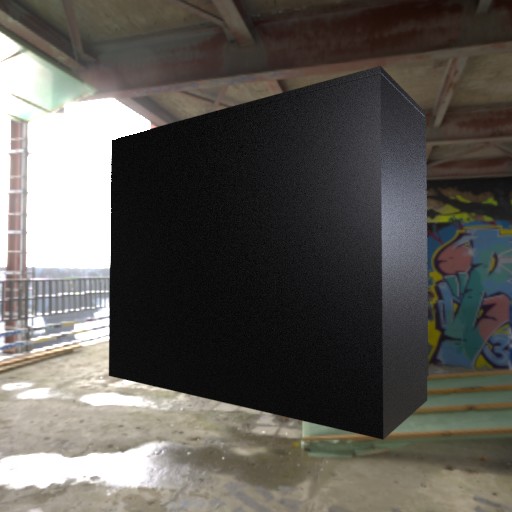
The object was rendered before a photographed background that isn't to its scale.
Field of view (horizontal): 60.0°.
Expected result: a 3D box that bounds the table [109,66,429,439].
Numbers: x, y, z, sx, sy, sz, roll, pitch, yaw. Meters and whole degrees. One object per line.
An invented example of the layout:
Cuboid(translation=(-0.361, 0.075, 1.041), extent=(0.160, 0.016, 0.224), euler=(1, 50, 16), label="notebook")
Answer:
Cuboid(translation=(0.000, 0.000, 1.362), extent=(0.930, 0.790, 0.380), euler=(-1, -2, 36), label="table")
